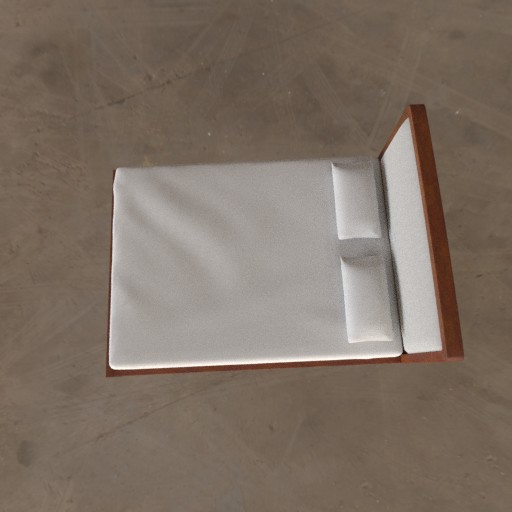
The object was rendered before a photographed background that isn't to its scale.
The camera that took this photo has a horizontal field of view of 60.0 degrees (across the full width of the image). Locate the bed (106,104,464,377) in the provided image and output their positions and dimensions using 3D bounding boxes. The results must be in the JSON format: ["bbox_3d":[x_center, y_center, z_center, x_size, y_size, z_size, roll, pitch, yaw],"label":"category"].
[{"bbox_3d":[0.000,0.000,3.175,2.196,1.275,1.587,-3,76,-1],"label":"bed"}]
